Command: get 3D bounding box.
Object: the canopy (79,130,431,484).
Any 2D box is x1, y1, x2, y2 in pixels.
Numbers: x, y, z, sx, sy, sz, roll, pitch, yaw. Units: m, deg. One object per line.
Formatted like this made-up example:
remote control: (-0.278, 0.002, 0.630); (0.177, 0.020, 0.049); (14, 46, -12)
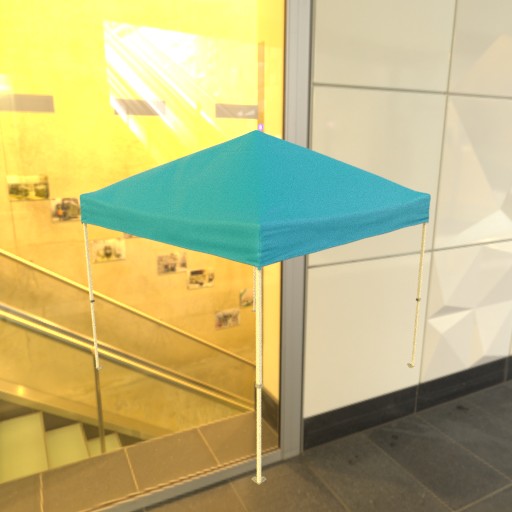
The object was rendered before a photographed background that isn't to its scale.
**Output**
canopy: (0.000, 0.000, 5.464); (2.996, 2.997, 2.998); (13, 19, 43)
